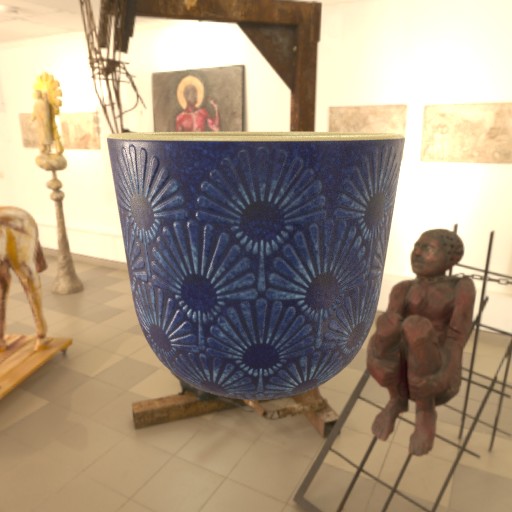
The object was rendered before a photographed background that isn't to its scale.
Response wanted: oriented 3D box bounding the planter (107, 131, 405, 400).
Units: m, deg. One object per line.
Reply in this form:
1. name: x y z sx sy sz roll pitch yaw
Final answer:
1. planter: 0.000 0.000 0.286 0.170 0.153 0.170 0 16 0
